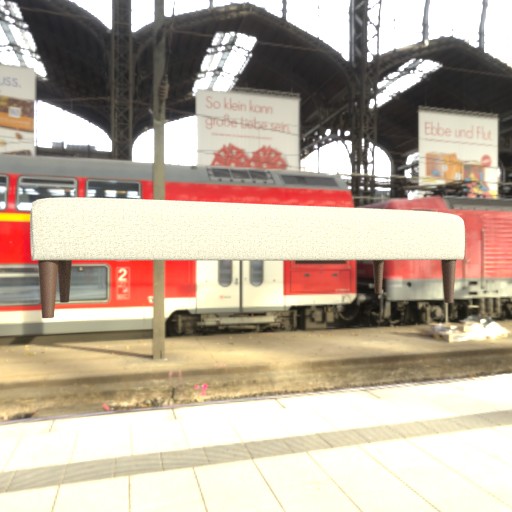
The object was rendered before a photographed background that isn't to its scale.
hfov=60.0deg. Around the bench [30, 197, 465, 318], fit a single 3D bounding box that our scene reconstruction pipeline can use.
[{"bbox_3d":[0.000,0.000,1.828,1.598,0.383,0.631,0,0,-18],"label":"bench"}]
